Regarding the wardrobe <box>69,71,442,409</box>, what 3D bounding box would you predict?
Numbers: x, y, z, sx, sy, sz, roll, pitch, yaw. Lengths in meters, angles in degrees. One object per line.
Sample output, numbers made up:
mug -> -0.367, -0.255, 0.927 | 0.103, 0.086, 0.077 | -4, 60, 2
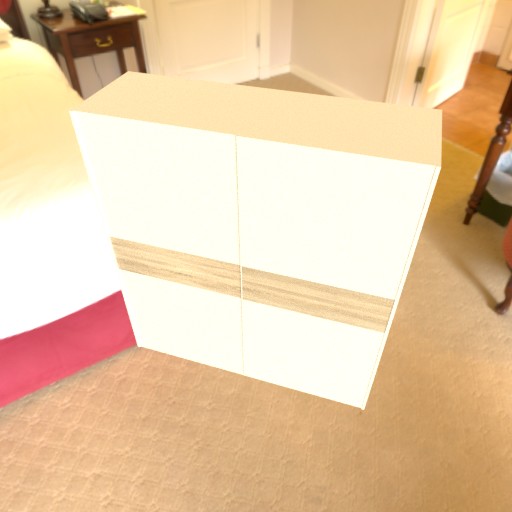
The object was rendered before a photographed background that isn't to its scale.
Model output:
wardrobe -> 0.000, 0.000, 2.963 | 1.830, 2.020, 0.600 | 12, 43, 13
